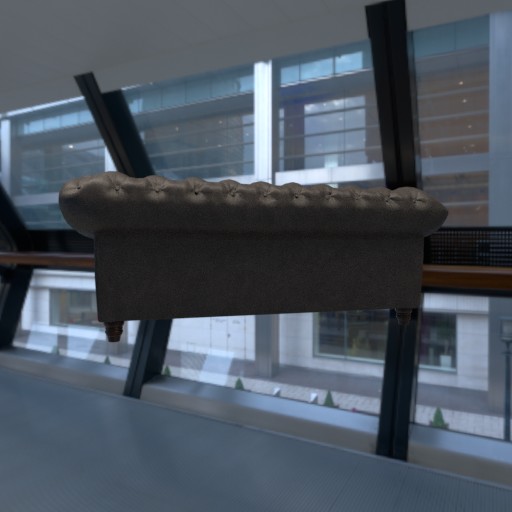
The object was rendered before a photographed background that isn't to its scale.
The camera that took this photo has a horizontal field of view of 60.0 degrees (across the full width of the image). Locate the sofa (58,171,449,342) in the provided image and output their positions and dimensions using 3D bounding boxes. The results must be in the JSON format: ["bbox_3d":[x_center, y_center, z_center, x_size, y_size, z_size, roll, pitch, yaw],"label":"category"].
[{"bbox_3d":[0.000,0.000,2.568,2.048,0.779,0.944,0,1,-18],"label":"sofa"}]
